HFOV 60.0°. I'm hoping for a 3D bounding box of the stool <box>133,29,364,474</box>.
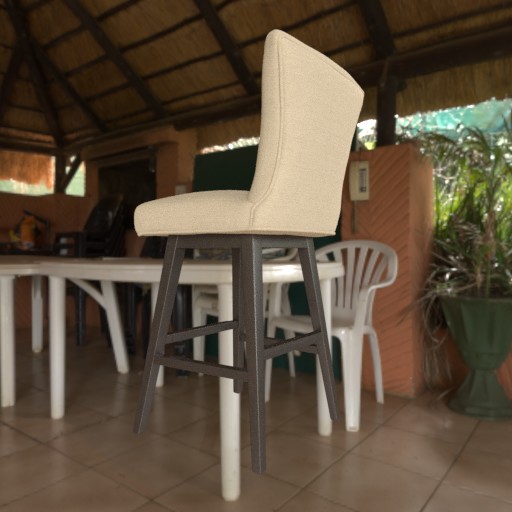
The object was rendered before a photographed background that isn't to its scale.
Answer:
[{"bbox_3d":[0.000,0.000,1.387,0.574,1.086,0.514,1,1,36],"label":"stool"}]
